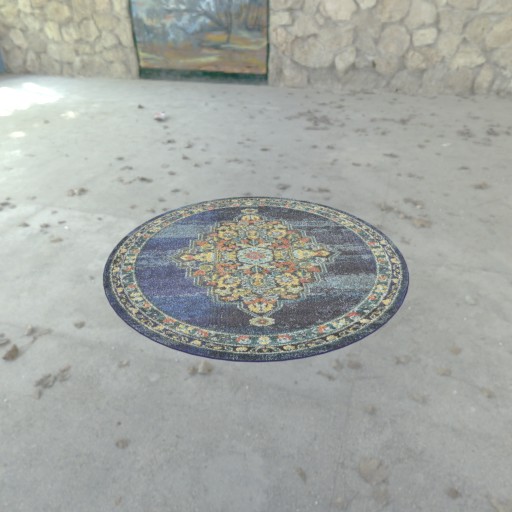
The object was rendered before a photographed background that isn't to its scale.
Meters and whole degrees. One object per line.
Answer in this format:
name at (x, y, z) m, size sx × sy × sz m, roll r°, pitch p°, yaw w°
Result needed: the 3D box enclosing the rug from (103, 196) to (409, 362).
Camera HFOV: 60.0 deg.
rug at (0.000, 0.000, 3.599) m, size 2.386 × 0.014 × 2.386 m, roll 0°, pitch 31°, yaw 0°
